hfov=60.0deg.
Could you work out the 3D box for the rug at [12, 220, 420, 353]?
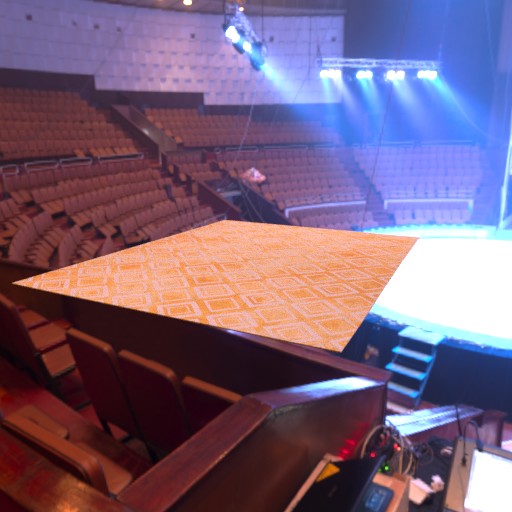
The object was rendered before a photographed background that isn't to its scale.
[{"bbox_3d":[0.000,0.000,3.981,2.433,0.011,3.037,7,16,26],"label":"rug"}]
